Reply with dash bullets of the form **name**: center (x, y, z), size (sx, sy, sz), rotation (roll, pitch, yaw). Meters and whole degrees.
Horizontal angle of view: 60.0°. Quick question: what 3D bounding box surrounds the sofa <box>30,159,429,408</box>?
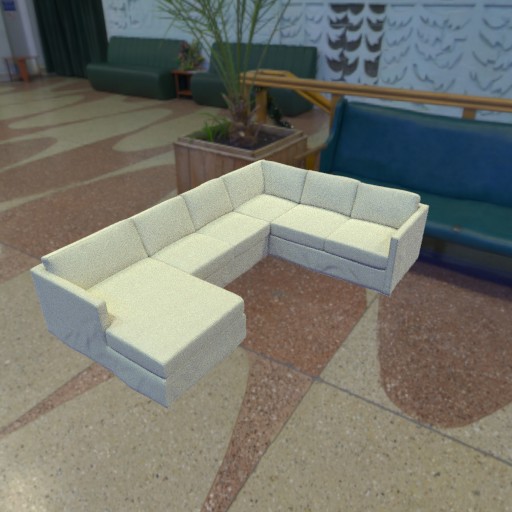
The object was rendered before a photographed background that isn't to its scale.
- **sofa**: center (0.000, 0.000, 4.568), size (2.448, 0.882, 3.464), rotation (19, 35, 30)
